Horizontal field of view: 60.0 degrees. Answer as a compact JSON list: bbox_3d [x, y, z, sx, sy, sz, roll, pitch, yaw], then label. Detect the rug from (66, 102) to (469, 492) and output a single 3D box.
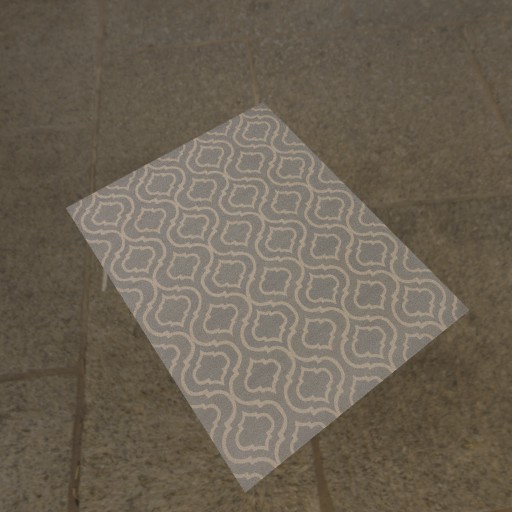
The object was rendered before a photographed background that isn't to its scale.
[{"bbox_3d":[0.000,0.000,3.912,2.283,0.006,2.892,-33,68,-15],"label":"rug"}]
